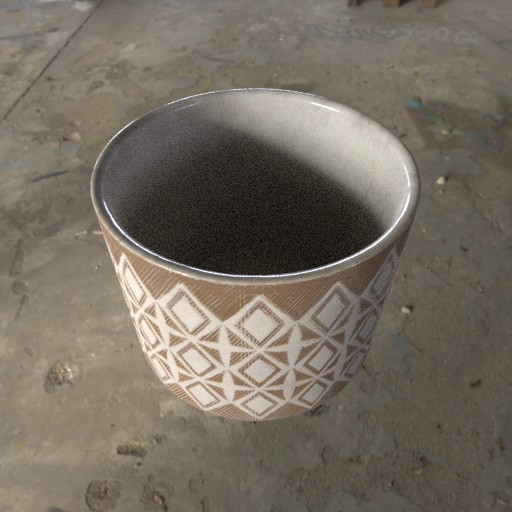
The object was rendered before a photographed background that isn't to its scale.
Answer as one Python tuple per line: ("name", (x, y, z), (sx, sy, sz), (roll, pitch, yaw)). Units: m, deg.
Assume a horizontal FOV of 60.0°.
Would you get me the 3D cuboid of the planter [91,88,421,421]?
("planter", (0.000, 0.000, 0.326), (0.193, 0.165, 0.193), (0, 46, 0))
